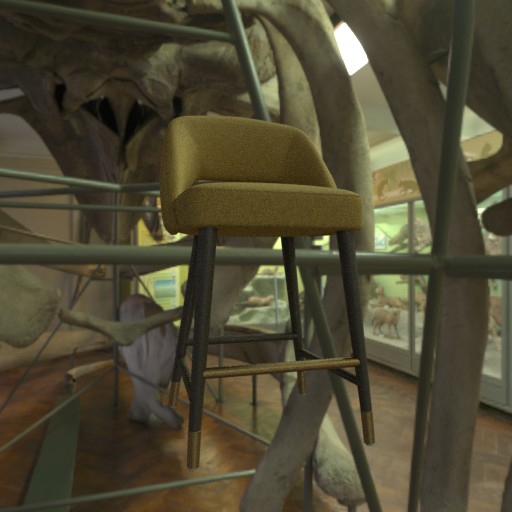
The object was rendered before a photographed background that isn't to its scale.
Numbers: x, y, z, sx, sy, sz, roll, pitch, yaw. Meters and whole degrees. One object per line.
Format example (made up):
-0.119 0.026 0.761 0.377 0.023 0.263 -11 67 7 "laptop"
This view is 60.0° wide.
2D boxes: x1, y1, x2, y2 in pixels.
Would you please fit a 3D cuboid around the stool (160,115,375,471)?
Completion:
0.000 0.000 1.272 0.536 0.939 0.522 0 0 -17 "stool"
